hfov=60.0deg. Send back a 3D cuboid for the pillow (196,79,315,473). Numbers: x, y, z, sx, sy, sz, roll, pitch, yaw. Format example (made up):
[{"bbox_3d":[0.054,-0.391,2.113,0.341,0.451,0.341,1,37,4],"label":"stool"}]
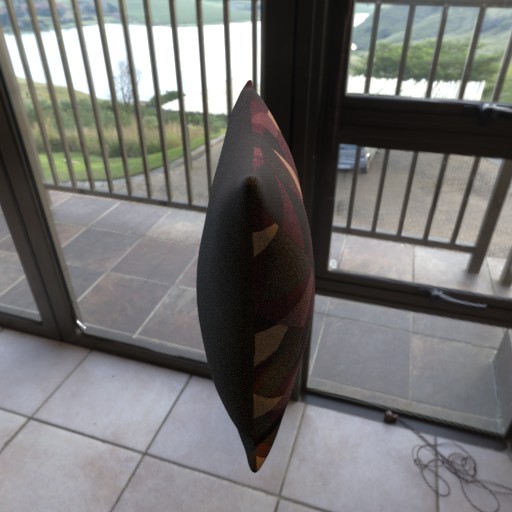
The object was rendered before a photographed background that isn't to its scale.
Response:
[{"bbox_3d":[0.000,0.000,0.771,0.208,0.496,0.503,0,33,-1],"label":"pillow"}]
